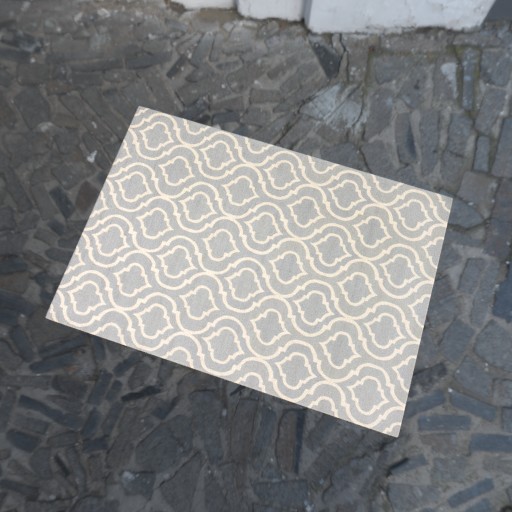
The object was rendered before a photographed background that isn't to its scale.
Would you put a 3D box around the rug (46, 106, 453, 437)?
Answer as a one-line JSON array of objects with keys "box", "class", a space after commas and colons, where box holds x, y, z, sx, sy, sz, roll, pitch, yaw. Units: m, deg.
[{"box": [0.000, 0.000, 2.640, 2.080, 0.010, 1.451, 18, 76, 4], "class": "rug"}]
